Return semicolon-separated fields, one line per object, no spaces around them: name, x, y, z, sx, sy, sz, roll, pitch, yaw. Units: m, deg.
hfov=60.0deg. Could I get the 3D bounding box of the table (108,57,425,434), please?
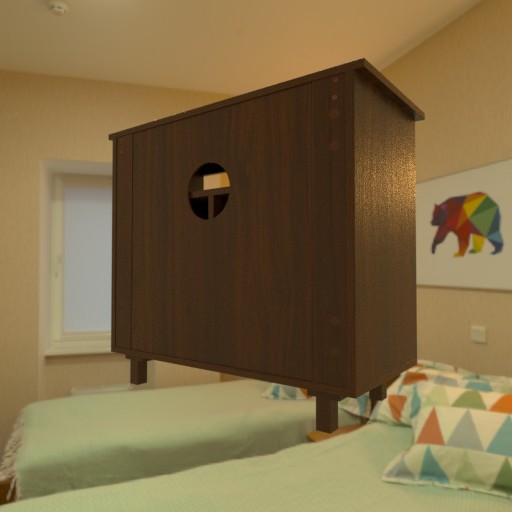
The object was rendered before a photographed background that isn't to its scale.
table;0.000;0.000;1.219;0.802;0.725;0.390;-1;-2;37
